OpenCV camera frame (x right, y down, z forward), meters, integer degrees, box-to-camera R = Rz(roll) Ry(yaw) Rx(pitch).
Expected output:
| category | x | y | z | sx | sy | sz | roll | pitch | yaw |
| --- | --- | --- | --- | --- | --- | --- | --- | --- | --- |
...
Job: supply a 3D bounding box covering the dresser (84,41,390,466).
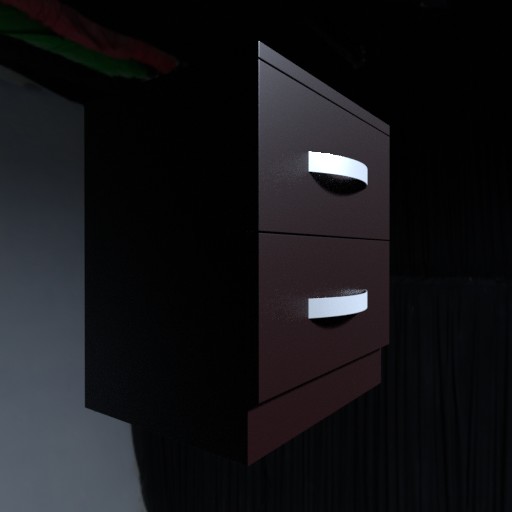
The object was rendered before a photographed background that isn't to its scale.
| category | x | y | z | sx | sy | sz | roll | pitch | yaw |
| --- | --- | --- | --- | --- | --- | --- | --- | --- | --- |
| dresser | 0.000 | 0.000 | 0.735 | 0.360 | 0.470 | 0.400 | 0 | 0 | 37 |
